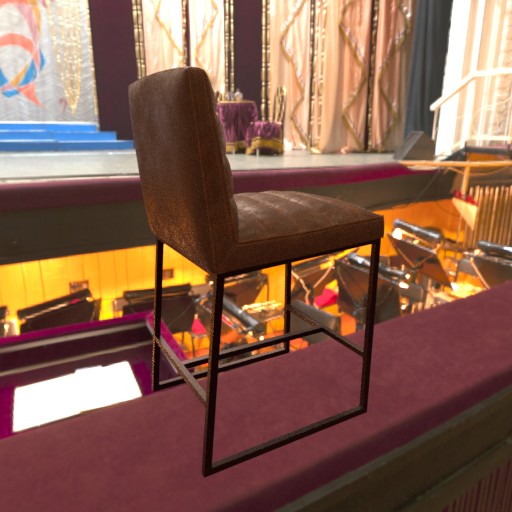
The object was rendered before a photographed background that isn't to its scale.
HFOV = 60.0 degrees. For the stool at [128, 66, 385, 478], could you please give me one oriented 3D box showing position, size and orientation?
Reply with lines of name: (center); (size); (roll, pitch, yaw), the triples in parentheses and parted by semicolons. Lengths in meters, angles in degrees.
stool: (0.000, 0.000, 1.260); (0.562, 0.942, 0.463); (-9, 19, -28)
